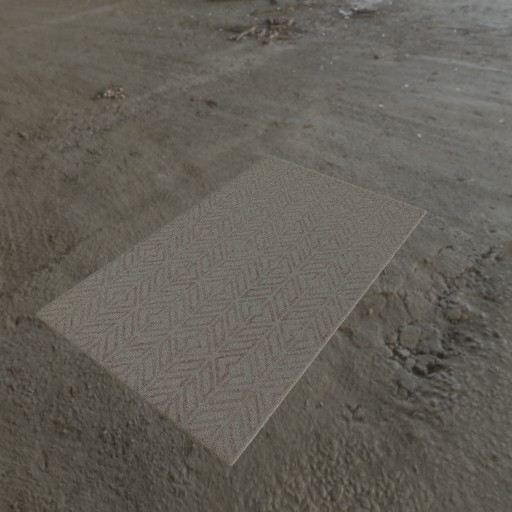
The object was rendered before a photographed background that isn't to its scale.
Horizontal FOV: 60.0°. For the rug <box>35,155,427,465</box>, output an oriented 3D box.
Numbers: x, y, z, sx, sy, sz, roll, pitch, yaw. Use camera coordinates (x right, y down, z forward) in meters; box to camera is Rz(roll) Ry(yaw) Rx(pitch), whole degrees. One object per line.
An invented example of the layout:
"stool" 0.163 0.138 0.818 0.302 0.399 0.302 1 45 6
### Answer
"rug" 0.000 0.000 3.058 1.523 0.008 2.438 26 47 27
